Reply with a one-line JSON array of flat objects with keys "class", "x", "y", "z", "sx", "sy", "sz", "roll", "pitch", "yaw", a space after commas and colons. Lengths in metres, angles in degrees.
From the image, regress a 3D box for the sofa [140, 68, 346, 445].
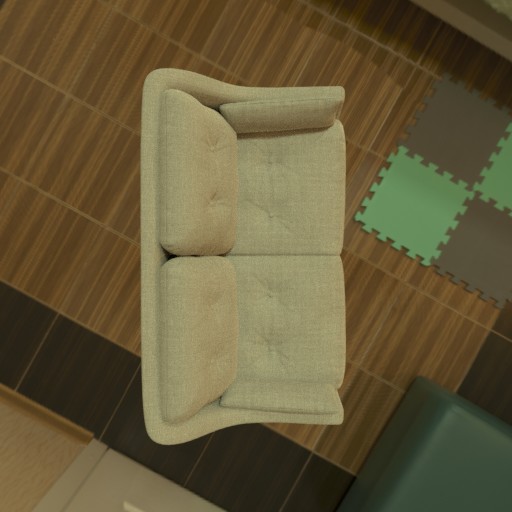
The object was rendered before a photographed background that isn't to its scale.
[{"class": "sofa", "x": 0.000, "y": 0.000, "z": 2.250, "sx": 0.965, "sy": 0.888, "sz": 1.652, "roll": 0, "pitch": 91, "yaw": -1}]
